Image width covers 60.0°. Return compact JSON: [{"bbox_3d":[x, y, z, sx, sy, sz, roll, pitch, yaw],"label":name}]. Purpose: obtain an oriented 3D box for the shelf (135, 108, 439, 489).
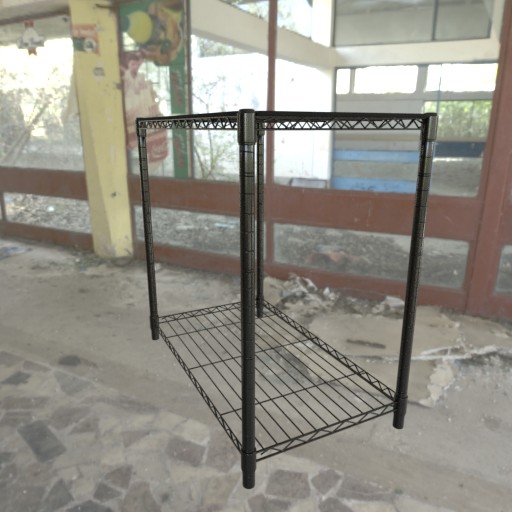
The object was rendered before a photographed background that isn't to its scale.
[{"bbox_3d":[0.000,0.000,0.932,0.338,0.564,0.589,-8,18,-26],"label":"shelf"}]
